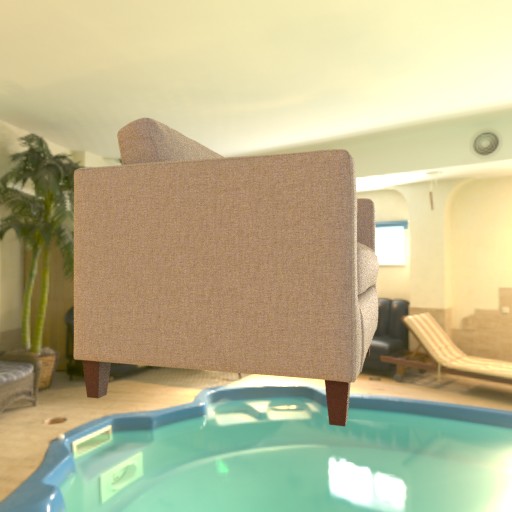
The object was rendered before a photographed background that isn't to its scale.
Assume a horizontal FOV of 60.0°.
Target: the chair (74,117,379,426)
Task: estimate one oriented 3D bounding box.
[{"bbox_3d":[0.000,0.000,1.833,0.959,0.961,1.107,0,-1,18],"label":"chair"}]
